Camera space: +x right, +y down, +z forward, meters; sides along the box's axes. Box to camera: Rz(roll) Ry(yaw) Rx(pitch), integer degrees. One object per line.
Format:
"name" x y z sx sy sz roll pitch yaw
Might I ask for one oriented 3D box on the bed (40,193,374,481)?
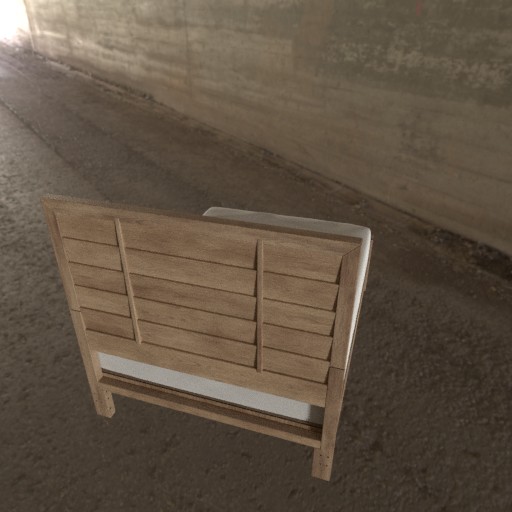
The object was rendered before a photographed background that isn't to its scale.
"bed" 0.000 0.000 3.366 1.626 1.626 2.197 9 32 15
